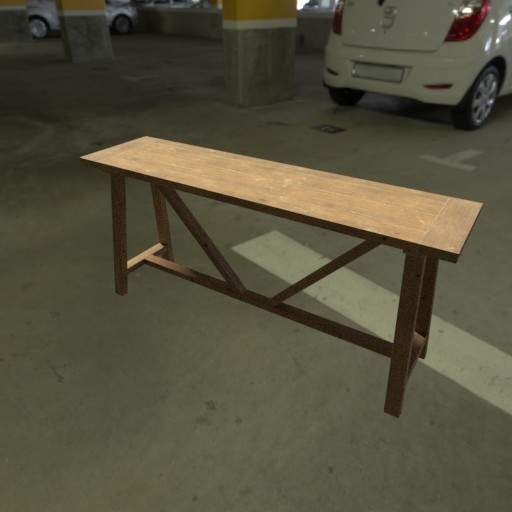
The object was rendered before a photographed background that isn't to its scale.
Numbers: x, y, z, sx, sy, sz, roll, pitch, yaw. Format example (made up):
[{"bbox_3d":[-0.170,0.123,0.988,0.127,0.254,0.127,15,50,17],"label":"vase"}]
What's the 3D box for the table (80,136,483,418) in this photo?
[{"bbox_3d":[0.000,0.000,2.178,1.800,0.810,0.465,18,35,28],"label":"table"}]
